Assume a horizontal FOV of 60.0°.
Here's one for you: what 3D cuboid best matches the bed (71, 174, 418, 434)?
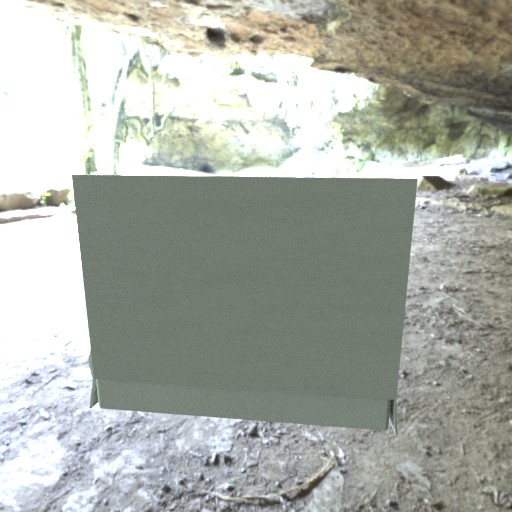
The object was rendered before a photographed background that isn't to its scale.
[{"bbox_3d":[0.000,0.000,3.211,1.745,1.335,2.094,2,16,7],"label":"bed"}]
